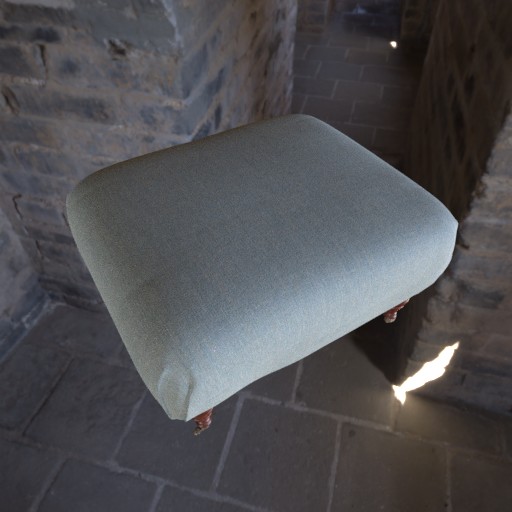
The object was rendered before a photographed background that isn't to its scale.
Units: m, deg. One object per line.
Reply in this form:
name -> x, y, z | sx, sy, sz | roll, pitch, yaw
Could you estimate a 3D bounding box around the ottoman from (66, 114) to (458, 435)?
ottoman -> 0.000, 0.000, 1.103 | 0.747, 0.450, 0.622 | -24, 49, -22
